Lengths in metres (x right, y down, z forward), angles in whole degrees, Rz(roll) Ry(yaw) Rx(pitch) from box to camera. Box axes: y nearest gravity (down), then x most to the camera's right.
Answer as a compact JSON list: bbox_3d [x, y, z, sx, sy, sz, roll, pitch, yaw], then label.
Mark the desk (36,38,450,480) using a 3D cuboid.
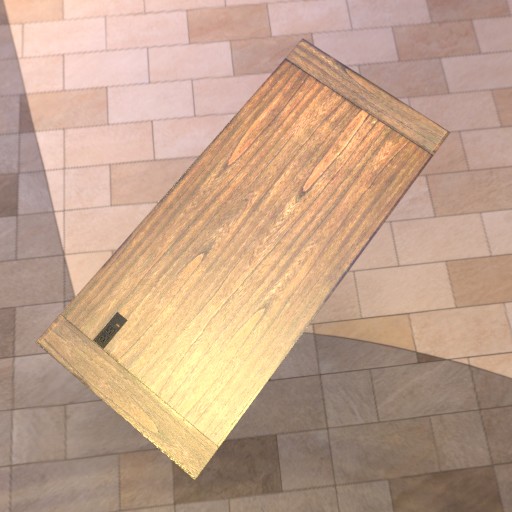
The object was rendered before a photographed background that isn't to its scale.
[{"bbox_3d":[0.000,0.000,1.985,0.711,0.751,1.590,37,78,9],"label":"desk"}]
